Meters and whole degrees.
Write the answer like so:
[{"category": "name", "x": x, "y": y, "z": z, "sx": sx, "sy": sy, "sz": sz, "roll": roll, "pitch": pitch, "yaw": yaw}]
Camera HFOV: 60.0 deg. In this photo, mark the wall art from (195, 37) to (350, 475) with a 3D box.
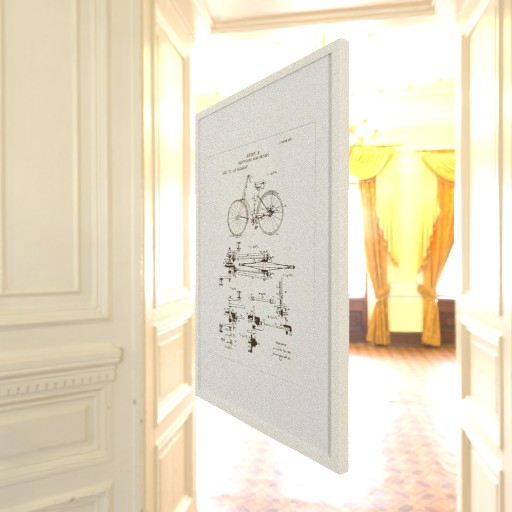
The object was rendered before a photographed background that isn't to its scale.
[{"category": "wall art", "x": 0.000, "y": 0.000, "z": 0.620, "sx": 0.015, "sy": 0.477, "sz": 0.332, "roll": 0, "pitch": 1, "yaw": -36}]
